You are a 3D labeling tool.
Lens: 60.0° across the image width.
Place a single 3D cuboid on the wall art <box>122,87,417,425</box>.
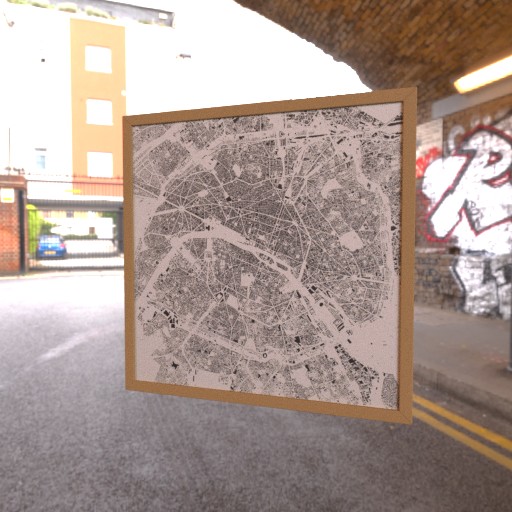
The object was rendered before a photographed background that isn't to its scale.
[{"bbox_3d":[0.000,0.000,1.131,0.761,0.761,0.037,1,2,18],"label":"wall art"}]
